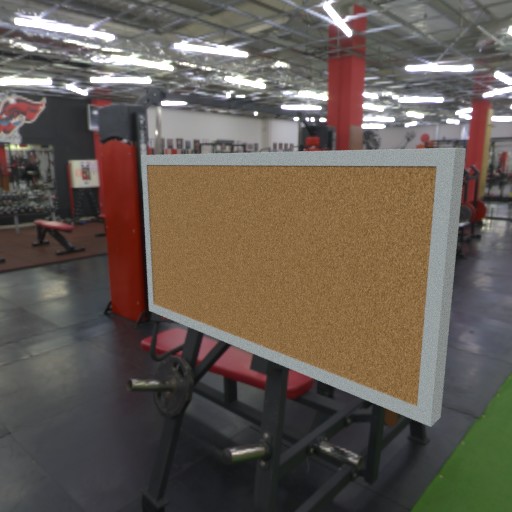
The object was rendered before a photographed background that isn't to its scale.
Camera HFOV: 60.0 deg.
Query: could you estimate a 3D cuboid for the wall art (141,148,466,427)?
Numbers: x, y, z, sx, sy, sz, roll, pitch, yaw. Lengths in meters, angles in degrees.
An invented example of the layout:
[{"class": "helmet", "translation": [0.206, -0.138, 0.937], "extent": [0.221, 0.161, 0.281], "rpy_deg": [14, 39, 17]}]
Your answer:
[{"class": "wall art", "translation": [0.000, 0.000, 0.950], "extent": [0.812, 0.431, 0.038], "rpy_deg": [11, 16, 43]}]
